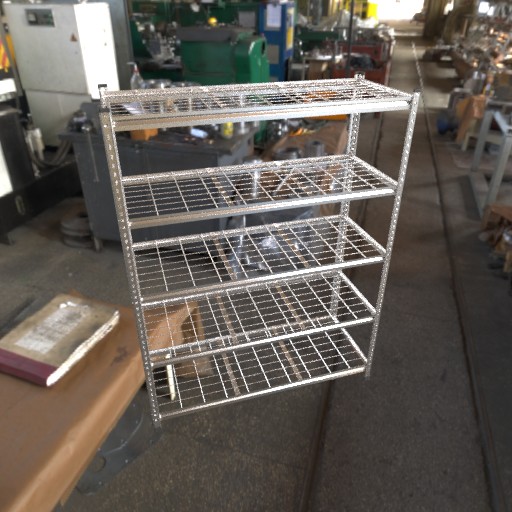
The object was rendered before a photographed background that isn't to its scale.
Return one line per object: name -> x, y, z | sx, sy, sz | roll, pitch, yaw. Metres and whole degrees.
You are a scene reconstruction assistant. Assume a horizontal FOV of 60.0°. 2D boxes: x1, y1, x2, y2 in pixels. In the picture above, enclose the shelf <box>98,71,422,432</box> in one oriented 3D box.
shelf -> 0.000, 0.000, 2.734 | 1.524, 1.981, 0.610 | -9, 32, -15
